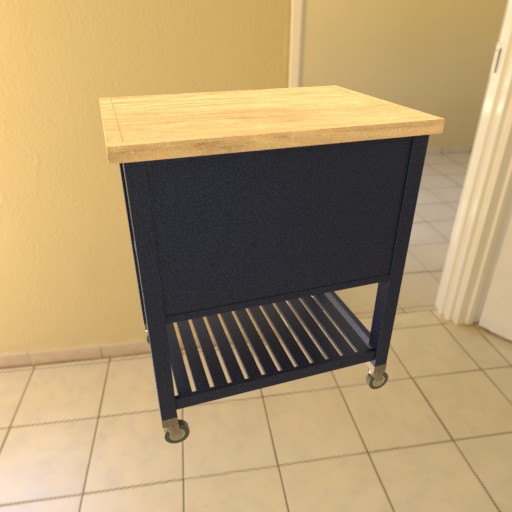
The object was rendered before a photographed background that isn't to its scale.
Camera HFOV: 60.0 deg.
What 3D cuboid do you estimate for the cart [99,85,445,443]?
[{"bbox_3d":[0.000,0.000,1.421,0.797,0.920,0.567,-9,30,-16],"label":"cart"}]
